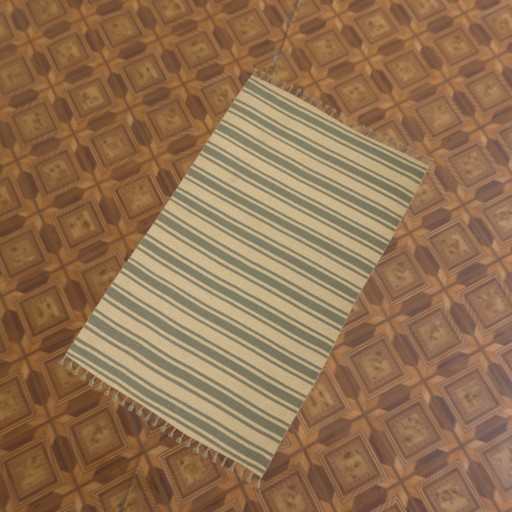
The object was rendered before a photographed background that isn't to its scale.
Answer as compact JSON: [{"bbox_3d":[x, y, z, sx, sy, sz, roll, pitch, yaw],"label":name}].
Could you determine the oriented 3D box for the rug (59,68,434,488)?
[{"bbox_3d":[0.000,0.000,2.474,1.222,0.009,2.084,30,79,7],"label":"rug"}]
